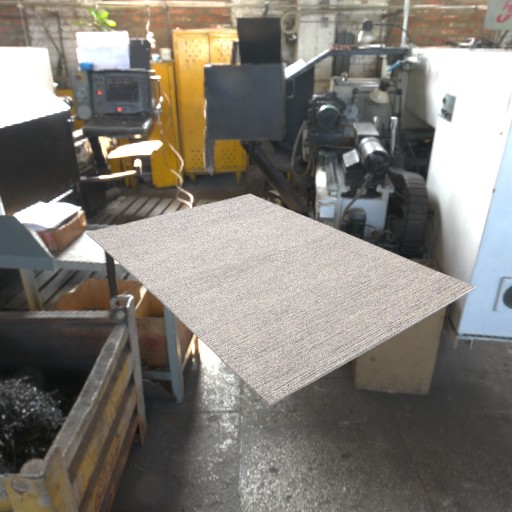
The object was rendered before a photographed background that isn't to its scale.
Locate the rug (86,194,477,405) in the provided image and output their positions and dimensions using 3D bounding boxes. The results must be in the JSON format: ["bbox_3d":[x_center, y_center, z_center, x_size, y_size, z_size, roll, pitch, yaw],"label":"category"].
[{"bbox_3d":[0.000,0.000,3.060,1.604,0.030,2.307,-18,31,-33],"label":"rug"}]
